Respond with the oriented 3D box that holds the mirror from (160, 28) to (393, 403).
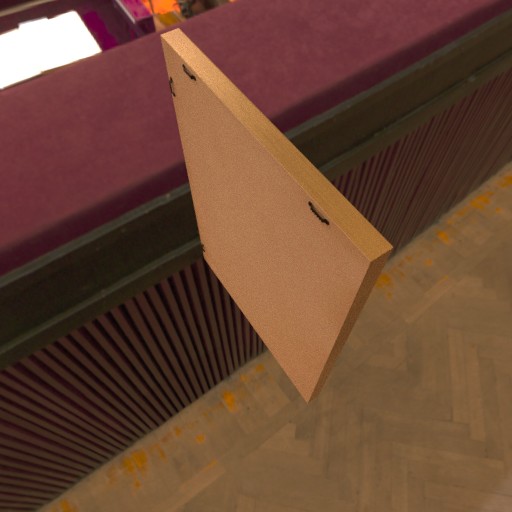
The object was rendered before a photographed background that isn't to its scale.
[{"bbox_3d":[0.000,0.000,0.913,0.039,0.710,0.507,-30,64,-17],"label":"mirror"}]
